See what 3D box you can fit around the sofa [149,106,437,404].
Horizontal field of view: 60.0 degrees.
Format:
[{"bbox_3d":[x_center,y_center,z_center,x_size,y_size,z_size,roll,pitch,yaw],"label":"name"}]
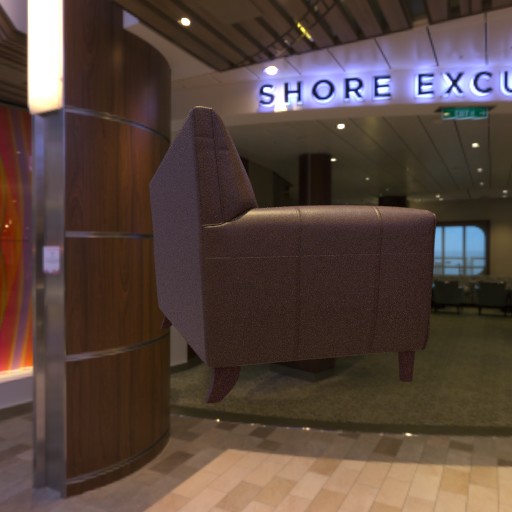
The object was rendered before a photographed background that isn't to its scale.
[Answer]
[{"bbox_3d":[0.000,0.000,2.054,0.853,0.859,1.468,0,1,-18],"label":"sofa"}]
